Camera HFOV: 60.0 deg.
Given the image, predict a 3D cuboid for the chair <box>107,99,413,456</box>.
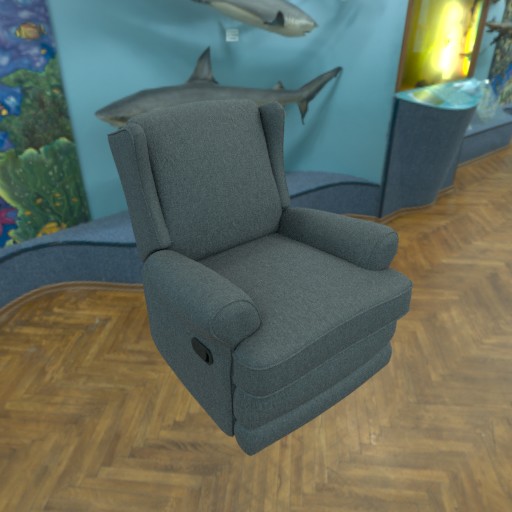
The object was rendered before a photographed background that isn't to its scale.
[{"bbox_3d":[0.000,0.000,1.692,0.847,1.011,0.969,-21,36,-32],"label":"chair"}]
